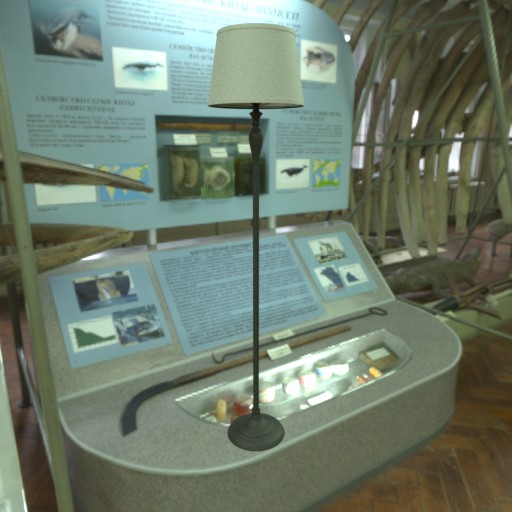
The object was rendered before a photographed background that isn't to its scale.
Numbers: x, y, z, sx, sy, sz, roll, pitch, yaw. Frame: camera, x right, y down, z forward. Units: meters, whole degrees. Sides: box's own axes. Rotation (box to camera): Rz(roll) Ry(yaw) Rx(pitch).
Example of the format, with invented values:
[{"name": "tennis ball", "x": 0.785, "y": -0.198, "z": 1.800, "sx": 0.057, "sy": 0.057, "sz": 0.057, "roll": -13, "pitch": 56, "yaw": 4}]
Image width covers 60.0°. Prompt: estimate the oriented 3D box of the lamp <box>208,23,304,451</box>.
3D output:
[{"name": "lamp", "x": 0.000, "y": 0.000, "z": 1.638, "sx": 0.327, "sy": 1.506, "sz": 0.327, "roll": 7, "pitch": 17, "yaw": 25}]
